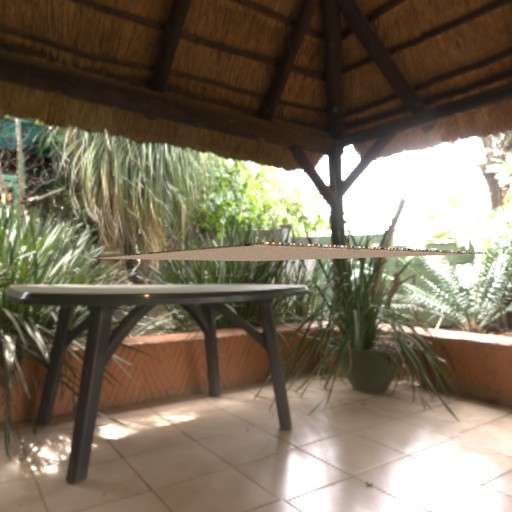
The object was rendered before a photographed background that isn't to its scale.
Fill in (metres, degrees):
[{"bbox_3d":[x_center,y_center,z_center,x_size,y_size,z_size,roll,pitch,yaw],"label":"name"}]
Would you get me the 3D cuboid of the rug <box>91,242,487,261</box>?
[{"bbox_3d":[0.000,0.000,2.350,1.230,0.008,1.827,1,-2,-35],"label":"rug"}]
